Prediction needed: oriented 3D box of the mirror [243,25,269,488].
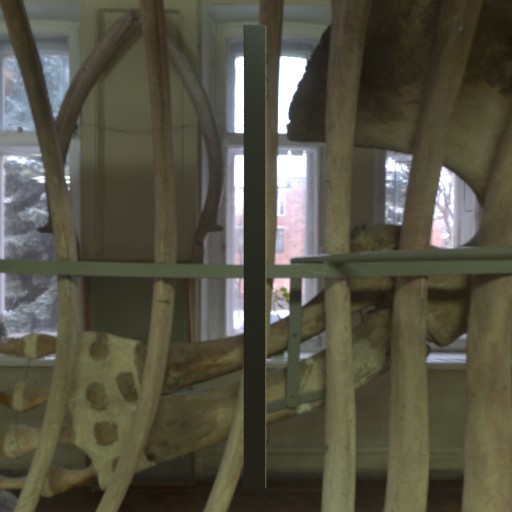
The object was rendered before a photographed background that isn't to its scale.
[{"bbox_3d":[0.000,0.000,0.932,0.039,0.710,0.507,0,1,0],"label":"mirror"}]
